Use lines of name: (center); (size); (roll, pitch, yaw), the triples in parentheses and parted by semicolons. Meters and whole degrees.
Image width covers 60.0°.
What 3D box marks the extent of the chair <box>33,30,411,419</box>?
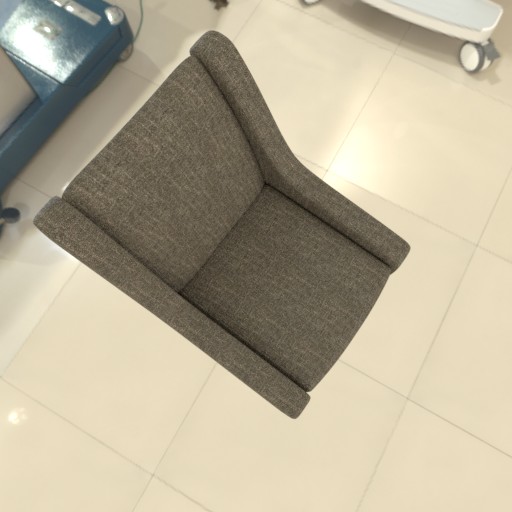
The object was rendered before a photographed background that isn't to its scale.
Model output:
chair: (0.000, 0.000, 1.663); (0.944, 1.012, 0.793); (35, 77, 9)
